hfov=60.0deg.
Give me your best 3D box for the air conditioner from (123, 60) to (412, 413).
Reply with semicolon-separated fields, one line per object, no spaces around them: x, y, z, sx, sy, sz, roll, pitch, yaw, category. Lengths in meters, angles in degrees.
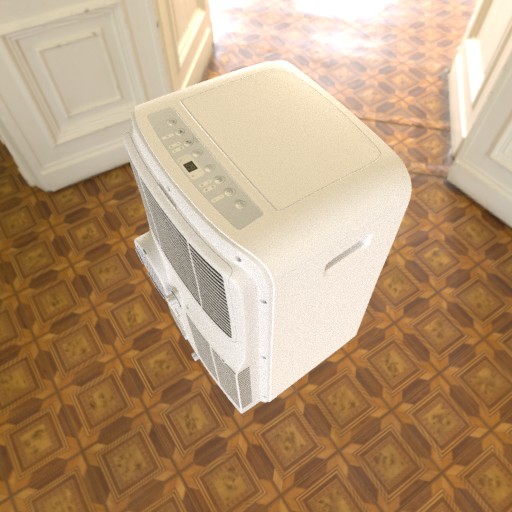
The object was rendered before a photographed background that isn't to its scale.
0.000;0.000;1.071;0.467;0.765;0.478;-30;63;-17;air conditioner
